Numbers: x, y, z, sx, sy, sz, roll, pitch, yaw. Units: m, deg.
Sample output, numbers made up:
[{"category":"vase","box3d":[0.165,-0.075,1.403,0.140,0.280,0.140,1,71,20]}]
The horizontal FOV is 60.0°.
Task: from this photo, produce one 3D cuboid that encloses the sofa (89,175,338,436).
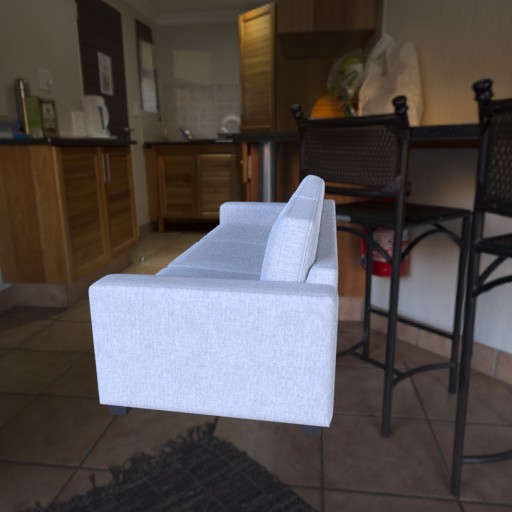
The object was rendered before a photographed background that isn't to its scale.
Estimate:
[{"category":"sofa","box3d":[0.000,0.000,2.562,0.900,0.800,2.120,2,15,9]}]
